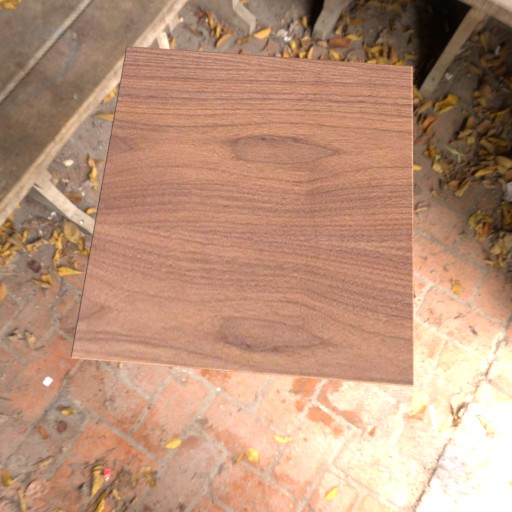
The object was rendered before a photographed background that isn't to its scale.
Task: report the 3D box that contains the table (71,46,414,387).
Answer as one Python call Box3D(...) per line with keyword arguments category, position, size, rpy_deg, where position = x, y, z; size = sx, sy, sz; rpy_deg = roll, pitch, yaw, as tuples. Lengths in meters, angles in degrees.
Box3D(category="table", position=(0.000, 0.000, 0.817), size=(0.384, 0.567, 0.411), rpy_deg=(5, 76, 1))
